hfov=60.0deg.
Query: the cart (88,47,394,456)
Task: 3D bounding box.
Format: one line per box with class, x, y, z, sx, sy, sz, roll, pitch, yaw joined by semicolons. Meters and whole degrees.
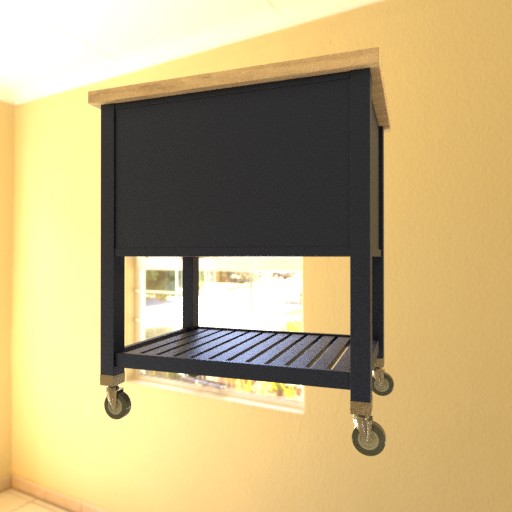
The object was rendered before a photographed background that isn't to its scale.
cart;0.000;0.000;1.372;0.797;0.920;0.567;0;0;19
